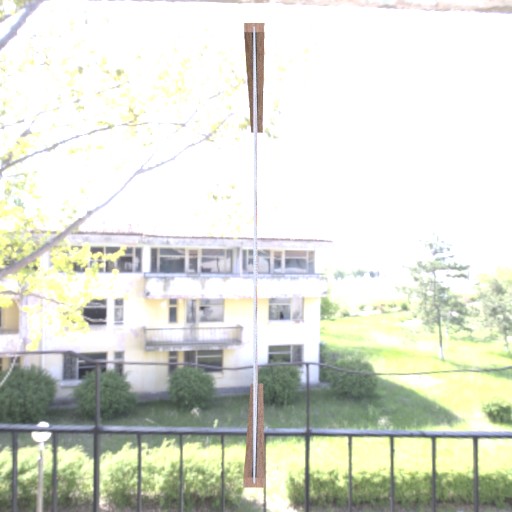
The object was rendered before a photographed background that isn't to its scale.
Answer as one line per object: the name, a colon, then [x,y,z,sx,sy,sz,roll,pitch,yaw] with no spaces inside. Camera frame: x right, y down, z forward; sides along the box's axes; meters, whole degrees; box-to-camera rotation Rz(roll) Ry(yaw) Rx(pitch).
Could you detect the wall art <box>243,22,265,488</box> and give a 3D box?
wall art: [0.000,0.000,0.807,0.028,0.609,0.456,0,-1,1]
